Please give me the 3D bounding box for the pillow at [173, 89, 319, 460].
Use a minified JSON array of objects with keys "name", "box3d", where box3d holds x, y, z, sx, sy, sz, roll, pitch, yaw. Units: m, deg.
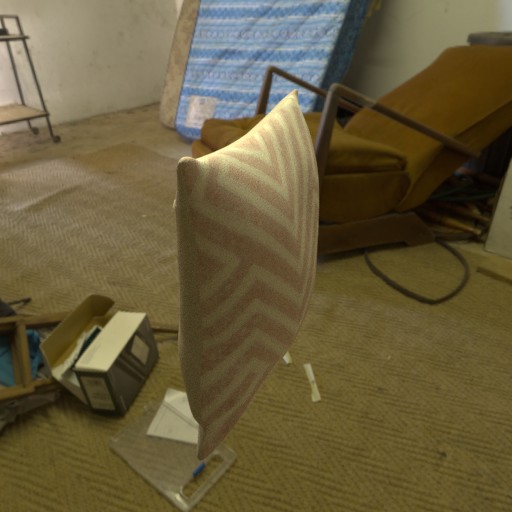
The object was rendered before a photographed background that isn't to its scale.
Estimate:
[{"name":"pillow","box3d":[0.000,0.000,0.695,0.182,0.441,0.440,10,32,16]}]
